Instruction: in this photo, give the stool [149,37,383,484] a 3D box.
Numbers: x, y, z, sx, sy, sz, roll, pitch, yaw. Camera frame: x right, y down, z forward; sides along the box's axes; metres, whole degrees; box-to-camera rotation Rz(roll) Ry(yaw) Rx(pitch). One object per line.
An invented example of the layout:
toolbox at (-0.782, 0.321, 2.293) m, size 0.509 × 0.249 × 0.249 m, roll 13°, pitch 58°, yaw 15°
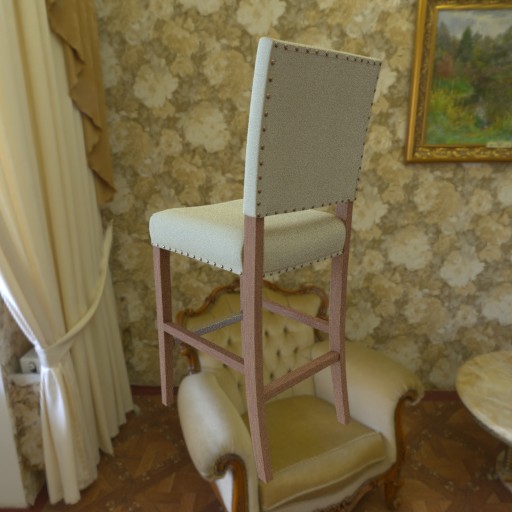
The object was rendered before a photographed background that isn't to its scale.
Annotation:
stool at (0.000, 0.000, 1.429) m, size 0.445 × 1.168 × 0.584 m, roll -14°, pitch 21°, yaw -41°
